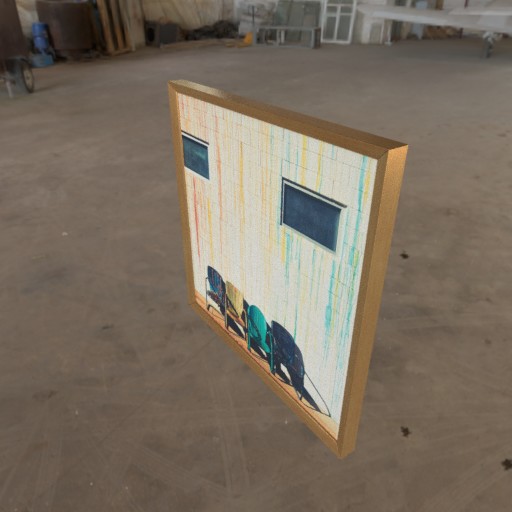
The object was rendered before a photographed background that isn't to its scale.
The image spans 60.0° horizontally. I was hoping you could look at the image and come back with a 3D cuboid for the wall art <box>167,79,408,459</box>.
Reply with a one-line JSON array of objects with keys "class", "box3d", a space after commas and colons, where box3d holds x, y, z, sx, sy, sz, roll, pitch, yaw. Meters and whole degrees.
[{"class": "wall art", "box3d": [0.000, 0.000, 0.457, 0.019, 0.302, 0.302, -20, 36, -30]}]
